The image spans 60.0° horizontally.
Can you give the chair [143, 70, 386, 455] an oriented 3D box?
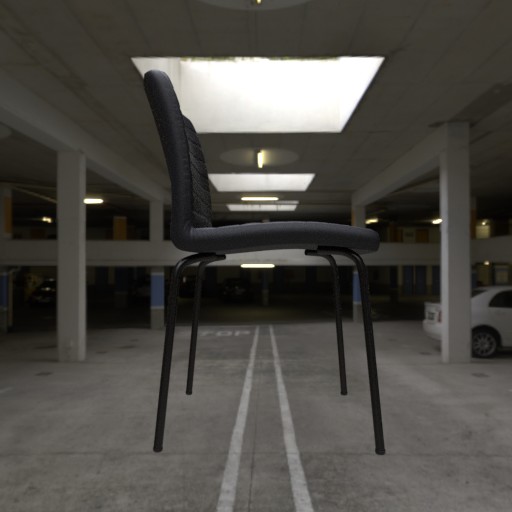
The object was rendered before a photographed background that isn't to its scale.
[{"bbox_3d":[0.000,0.000,1.193,0.572,0.872,0.450,0,-1,1],"label":"chair"}]
